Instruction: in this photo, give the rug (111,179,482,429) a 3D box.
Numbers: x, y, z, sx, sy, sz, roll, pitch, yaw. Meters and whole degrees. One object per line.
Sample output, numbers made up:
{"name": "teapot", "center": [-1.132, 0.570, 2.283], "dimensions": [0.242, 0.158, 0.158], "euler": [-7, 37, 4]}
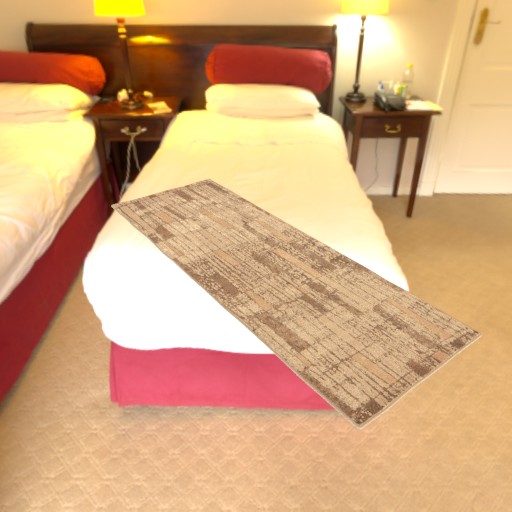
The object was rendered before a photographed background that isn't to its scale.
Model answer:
{"name": "rug", "center": [0.000, 0.000, 2.648], "dimensions": [0.857, 0.018, 2.383], "euler": [-22, 38, -31]}
